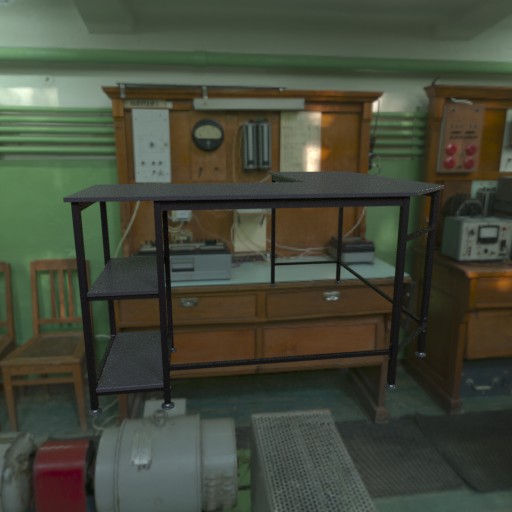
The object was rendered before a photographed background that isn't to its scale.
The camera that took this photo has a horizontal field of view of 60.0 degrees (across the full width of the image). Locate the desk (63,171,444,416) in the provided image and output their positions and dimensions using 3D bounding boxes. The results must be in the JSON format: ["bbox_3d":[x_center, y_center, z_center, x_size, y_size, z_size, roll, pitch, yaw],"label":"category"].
[{"bbox_3d":[0.000,0.000,2.173,1.379,0.739,1.379,-2,14,-9],"label":"desk"}]
